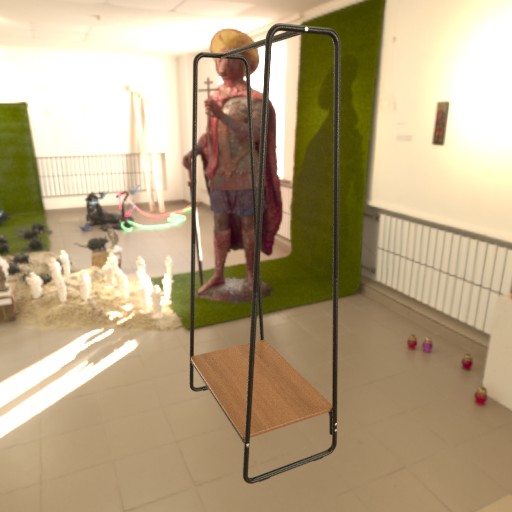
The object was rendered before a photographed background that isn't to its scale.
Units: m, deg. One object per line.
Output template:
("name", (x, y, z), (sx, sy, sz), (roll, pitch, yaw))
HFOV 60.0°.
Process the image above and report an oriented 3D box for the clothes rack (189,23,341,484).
("clothes rack", (0.000, 0.000, 1.707), (0.400, 1.500, 0.640), (-8, 19, -24))
